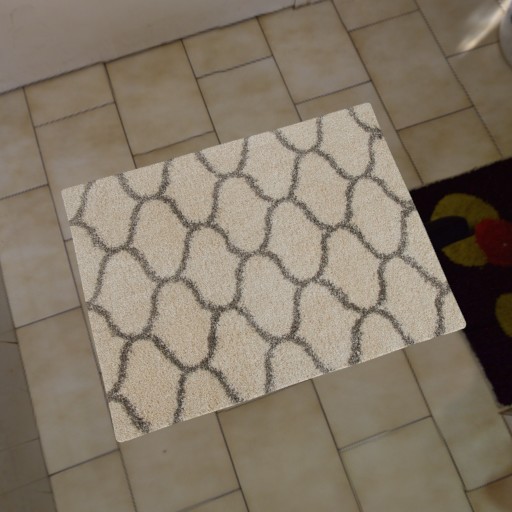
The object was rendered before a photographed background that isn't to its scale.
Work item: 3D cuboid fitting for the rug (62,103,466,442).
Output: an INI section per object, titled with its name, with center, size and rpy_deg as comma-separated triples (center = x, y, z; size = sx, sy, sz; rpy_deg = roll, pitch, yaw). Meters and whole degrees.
[rug]
center = 0.000, 0.000, 2.065
size = 1.600, 0.025, 1.200
rpy_deg = -17, 76, -4
